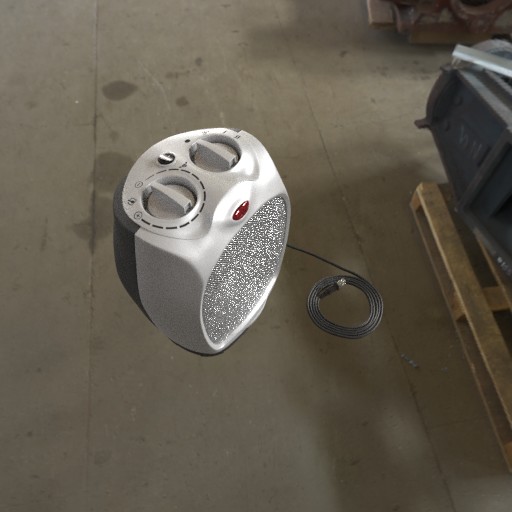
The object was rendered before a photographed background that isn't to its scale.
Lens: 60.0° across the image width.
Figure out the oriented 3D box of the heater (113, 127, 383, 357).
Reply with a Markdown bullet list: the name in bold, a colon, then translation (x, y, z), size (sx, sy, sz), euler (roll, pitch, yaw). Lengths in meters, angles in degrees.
- **heater**: translation (0.000, 0.000, 0.483), size (0.291, 0.255, 0.239), euler (31, 63, 18)
